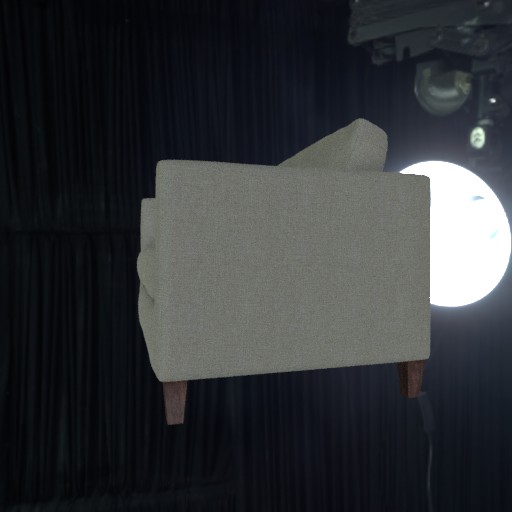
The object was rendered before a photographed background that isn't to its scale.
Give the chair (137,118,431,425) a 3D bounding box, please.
[{"bbox_3d":[0.000,0.000,1.883,0.959,0.963,1.107,0,1,-17],"label":"chair"}]
